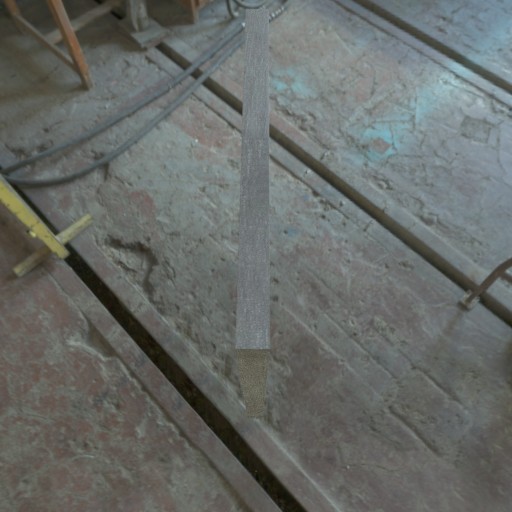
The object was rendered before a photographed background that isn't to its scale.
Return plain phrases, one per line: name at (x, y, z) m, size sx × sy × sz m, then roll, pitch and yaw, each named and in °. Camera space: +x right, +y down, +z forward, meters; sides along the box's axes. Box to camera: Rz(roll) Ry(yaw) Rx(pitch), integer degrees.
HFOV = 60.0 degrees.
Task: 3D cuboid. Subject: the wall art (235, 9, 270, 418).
wall art at (0.000, 0.000, 0.686) m, size 0.032 × 0.521 × 0.421 m, roll 0°, pitch 64°, yaw 0°
